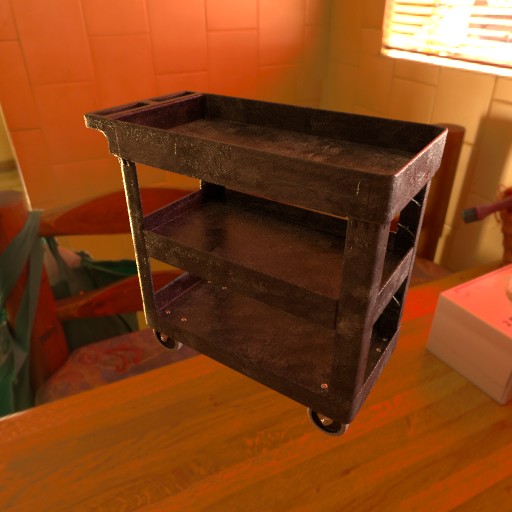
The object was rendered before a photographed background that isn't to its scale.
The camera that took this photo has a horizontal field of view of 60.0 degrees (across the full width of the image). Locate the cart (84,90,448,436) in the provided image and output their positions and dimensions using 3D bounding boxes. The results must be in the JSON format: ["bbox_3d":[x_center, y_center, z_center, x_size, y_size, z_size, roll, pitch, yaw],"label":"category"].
[{"bbox_3d":[0.000,0.000,1.362,0.877,0.824,0.420,19,36,29],"label":"cart"}]
